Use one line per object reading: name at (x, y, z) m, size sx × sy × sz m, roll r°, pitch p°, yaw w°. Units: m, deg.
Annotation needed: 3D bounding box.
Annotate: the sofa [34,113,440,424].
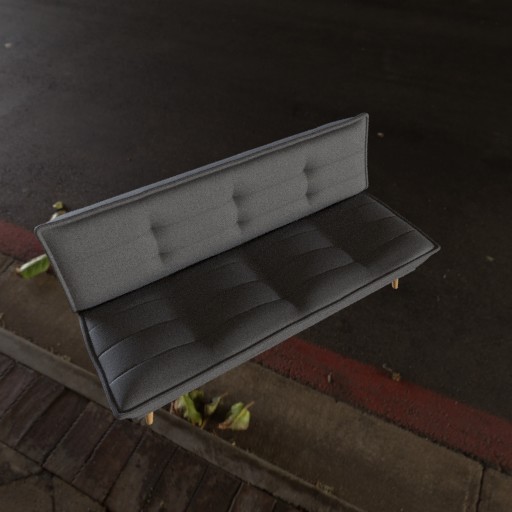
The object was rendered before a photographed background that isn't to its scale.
sofa at (0.000, 0.000, 2.436) m, size 1.940 × 0.890 × 0.950 m, roll -24°, pitch 51°, yaw -21°
